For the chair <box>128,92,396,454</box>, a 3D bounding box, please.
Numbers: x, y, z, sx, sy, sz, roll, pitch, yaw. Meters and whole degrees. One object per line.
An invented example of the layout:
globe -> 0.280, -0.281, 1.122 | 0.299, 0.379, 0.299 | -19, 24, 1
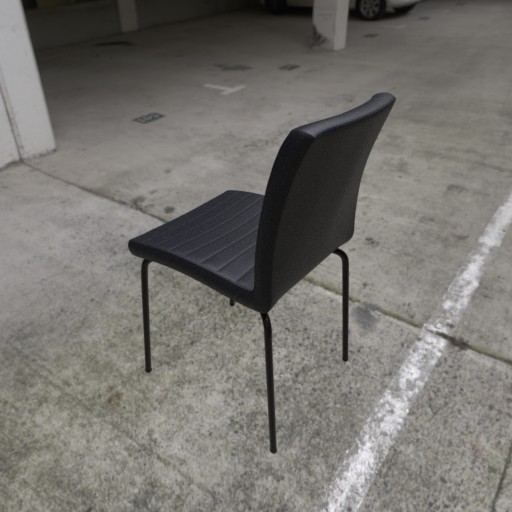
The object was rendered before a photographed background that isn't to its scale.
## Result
chair -> 0.000, 0.000, 1.214 | 0.572, 0.872, 0.450 | 22, 38, 30
